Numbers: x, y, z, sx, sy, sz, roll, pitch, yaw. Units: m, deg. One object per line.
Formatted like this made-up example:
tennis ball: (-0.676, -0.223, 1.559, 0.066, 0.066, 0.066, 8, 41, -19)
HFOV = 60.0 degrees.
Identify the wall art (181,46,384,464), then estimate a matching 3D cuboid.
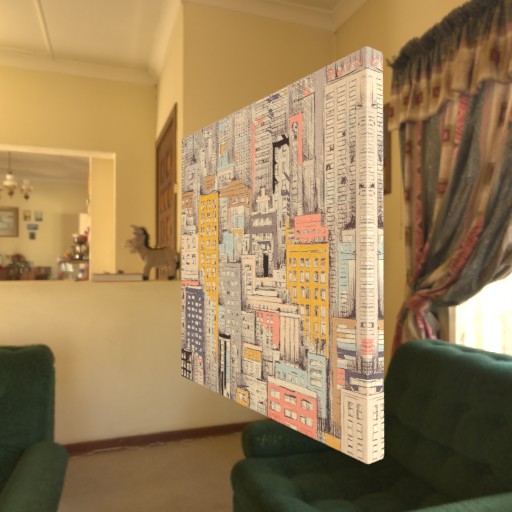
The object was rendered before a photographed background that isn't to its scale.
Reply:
wall art: (0.000, 0.000, 0.898, 0.038, 0.608, 0.607, 0, -1, -36)
